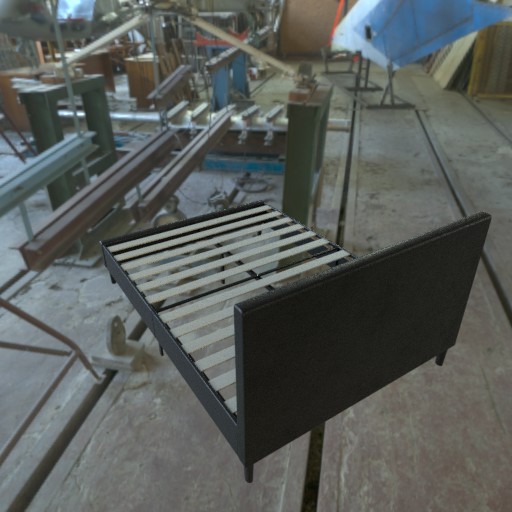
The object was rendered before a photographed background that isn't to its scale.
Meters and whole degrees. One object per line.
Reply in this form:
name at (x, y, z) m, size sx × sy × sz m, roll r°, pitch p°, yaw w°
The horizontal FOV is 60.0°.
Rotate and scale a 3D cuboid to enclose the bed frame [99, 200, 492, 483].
bed frame at (0.000, 0.000, 3.191) m, size 1.634 × 1.127 × 2.318 m, roll -18°, pitch 34°, yaw -28°
